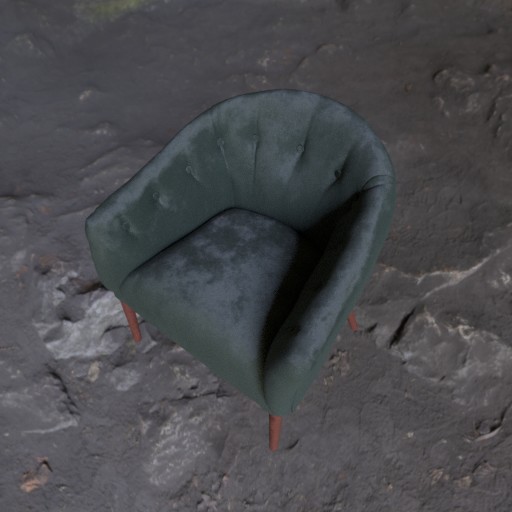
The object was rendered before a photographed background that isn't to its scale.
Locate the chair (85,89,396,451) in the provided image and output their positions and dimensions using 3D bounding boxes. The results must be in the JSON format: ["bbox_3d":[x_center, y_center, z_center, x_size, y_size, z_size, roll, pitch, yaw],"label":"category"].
[{"bbox_3d":[0.000,0.000,1.520,0.851,0.885,0.776,30,54,25],"label":"chair"}]
